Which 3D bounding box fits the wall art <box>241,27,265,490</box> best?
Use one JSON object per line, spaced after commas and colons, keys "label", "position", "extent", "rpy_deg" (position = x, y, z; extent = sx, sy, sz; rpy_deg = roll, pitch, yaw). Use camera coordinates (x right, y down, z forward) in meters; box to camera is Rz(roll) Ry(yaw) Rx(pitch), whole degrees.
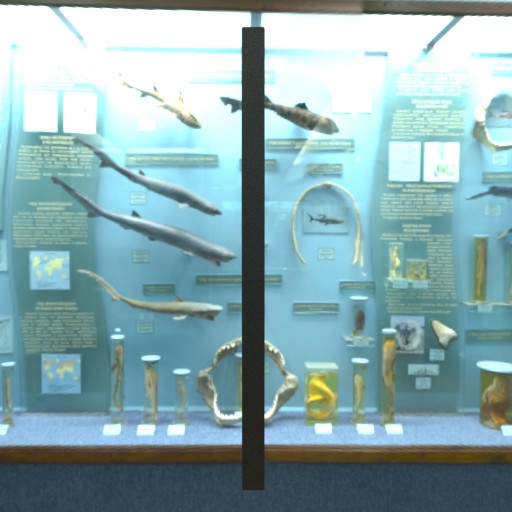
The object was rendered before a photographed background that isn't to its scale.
{"label": "wall art", "position": [0.000, 0.000, 0.752], "extent": [0.028, 0.551, 0.451], "rpy_deg": [0, 2, 1]}
